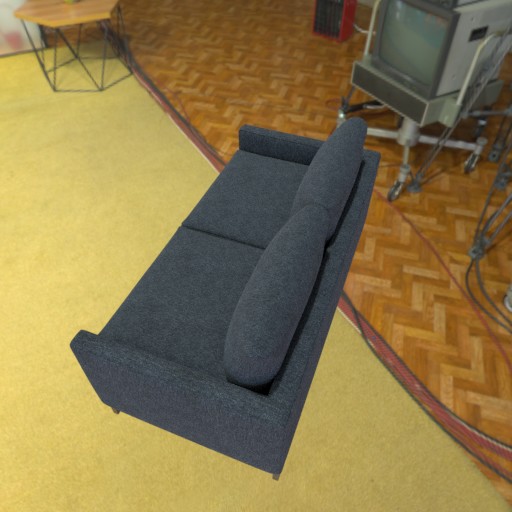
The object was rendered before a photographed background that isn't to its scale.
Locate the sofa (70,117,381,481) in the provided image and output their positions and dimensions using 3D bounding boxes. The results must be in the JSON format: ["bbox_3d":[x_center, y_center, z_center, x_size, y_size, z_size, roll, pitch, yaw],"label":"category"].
[{"bbox_3d":[0.000,0.000,2.201,0.866,0.862,1.716,16,48,15],"label":"sofa"}]
